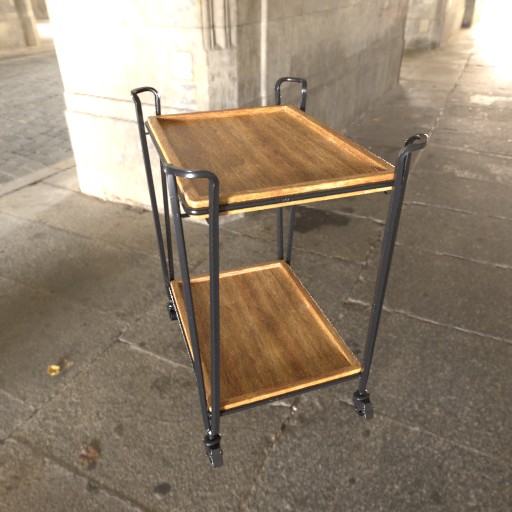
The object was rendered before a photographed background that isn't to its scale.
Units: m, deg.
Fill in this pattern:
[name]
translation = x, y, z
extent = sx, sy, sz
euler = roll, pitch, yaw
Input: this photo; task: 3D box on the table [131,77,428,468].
[table]
translation = 0.000, 0.000, 1.216
extent = 0.505, 0.785, 0.672
euler = -10, 34, -16
